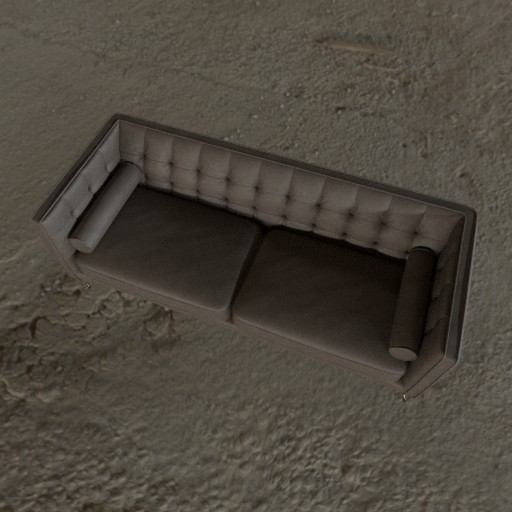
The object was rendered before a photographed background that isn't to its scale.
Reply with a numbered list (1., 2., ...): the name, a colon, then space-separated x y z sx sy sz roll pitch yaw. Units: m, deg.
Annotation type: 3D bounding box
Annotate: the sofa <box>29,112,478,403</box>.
1. sofa: 0.000 0.000 2.493 2.087 0.789 0.867 17 60 11
